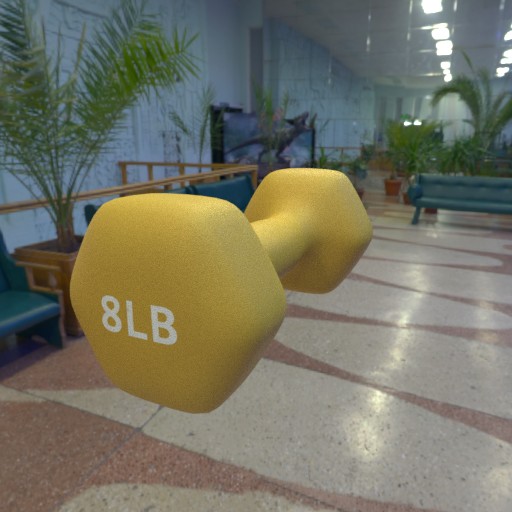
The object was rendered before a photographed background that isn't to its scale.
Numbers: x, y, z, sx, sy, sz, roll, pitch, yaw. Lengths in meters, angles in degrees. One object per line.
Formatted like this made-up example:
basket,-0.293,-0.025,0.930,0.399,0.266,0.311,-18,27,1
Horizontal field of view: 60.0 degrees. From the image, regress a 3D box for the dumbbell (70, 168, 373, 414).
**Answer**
dumbbell,0.000,0.000,0.237,0.090,0.082,0.190,8,17,26
